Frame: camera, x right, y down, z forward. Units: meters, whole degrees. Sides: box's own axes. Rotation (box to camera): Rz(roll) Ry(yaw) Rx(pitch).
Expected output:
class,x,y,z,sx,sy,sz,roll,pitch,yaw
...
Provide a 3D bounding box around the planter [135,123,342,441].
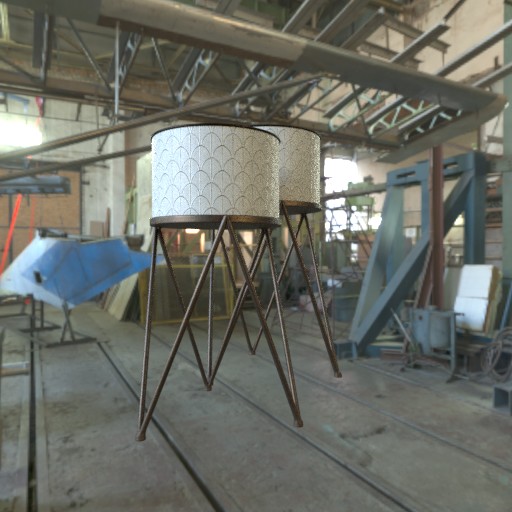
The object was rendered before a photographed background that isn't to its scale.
class,x,y,z,sx,sy,sz,roll,pitch,yaw
planter,0.000,0.000,1.186,0.413,0.712,0.769,0,1,18
